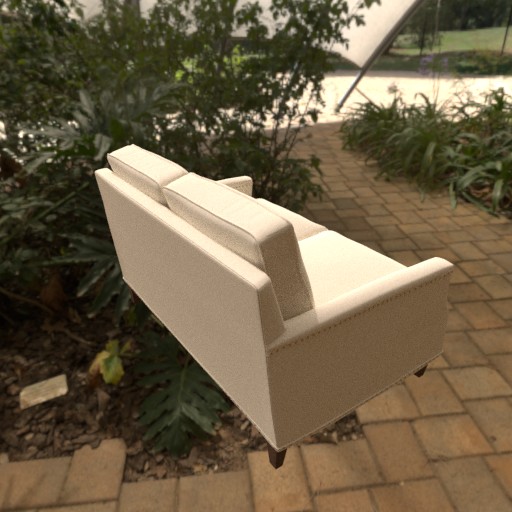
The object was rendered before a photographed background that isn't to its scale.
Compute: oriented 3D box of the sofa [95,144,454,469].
[{"bbox_3d":[0.000,0.000,2.248,1.084,1.003,1.597,-18,32,-31],"label":"sofa"}]
